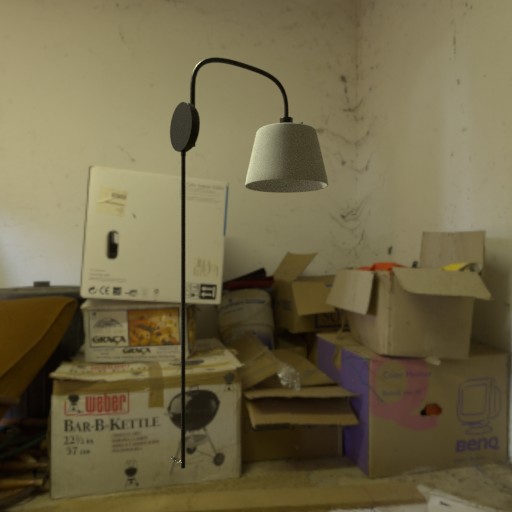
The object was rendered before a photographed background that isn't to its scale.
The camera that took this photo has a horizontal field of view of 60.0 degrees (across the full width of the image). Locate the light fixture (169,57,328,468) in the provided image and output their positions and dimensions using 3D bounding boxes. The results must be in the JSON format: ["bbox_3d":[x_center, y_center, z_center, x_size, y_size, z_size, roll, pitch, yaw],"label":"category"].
[{"bbox_3d":[0.000,0.000,0.468,0.176,0.399,0.092,0,0,-36],"label":"light fixture"}]
